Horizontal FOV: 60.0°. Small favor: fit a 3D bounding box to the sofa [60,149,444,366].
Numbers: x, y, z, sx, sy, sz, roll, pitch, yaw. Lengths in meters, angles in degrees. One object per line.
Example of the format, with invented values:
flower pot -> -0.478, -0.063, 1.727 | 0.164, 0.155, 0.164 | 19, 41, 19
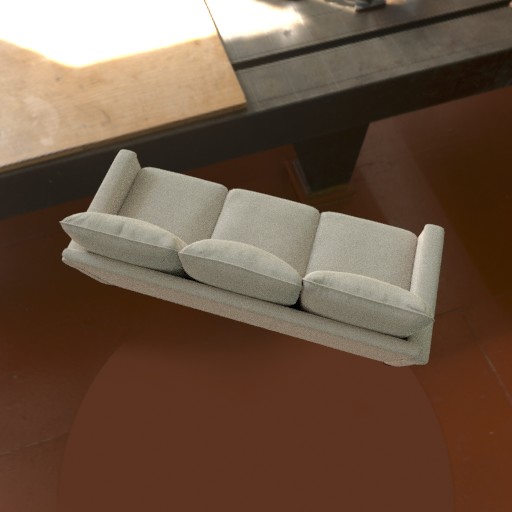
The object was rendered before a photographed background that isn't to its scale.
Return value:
sofa -> 0.000, 0.000, 2.496 | 1.925, 0.961, 0.828 | 15, 66, 7
